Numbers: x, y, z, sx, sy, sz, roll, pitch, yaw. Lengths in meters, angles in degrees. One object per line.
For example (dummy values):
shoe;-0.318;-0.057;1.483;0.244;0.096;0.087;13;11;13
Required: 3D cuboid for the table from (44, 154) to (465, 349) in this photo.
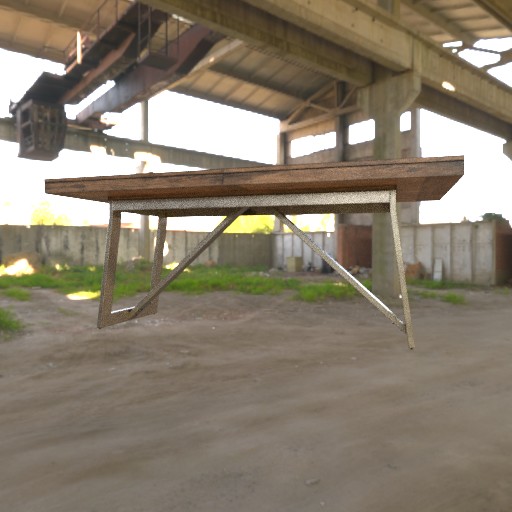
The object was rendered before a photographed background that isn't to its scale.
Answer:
table;0.000;0.000;2.324;1.867;0.757;0.931;0;1;17
